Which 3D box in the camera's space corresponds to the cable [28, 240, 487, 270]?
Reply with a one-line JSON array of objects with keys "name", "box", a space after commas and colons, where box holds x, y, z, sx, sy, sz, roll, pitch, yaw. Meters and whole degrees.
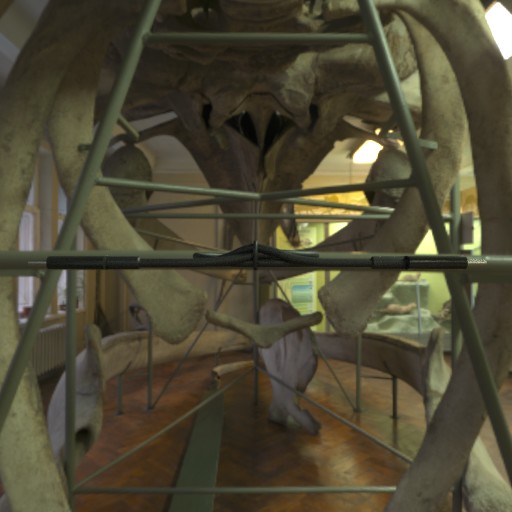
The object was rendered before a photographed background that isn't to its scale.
[{"name": "cable", "box": [0.000, 0.000, 0.229, 0.203, 0.014, 0.070, 0, -1, 1]}]
